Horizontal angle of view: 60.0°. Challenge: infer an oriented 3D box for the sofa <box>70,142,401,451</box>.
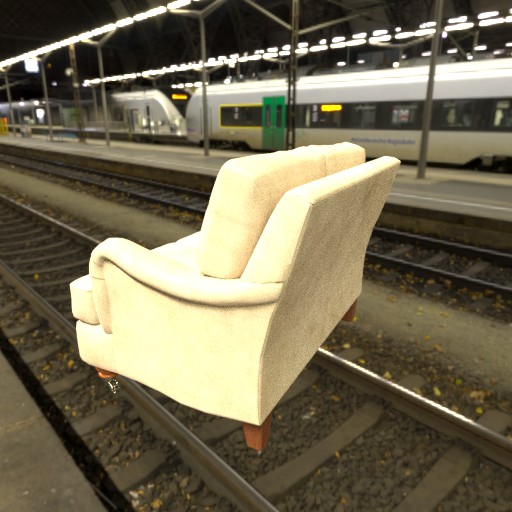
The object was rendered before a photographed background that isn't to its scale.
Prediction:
[{"bbox_3d":[0.000,0.000,2.227,1.086,1.087,1.498,9,19,26],"label":"sofa"}]
